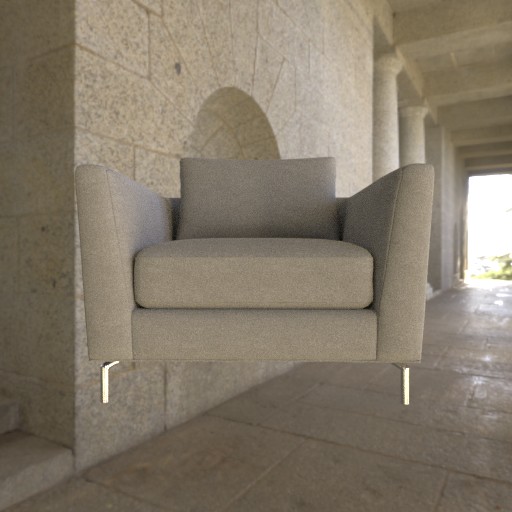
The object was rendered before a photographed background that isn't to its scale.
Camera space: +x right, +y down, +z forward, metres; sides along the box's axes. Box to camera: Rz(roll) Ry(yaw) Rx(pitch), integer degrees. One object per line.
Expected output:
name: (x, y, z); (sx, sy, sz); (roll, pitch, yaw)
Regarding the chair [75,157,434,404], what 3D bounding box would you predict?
chair: (0.000, 0.000, 1.691); (1.041, 0.864, 0.889); (0, 0, 1)
